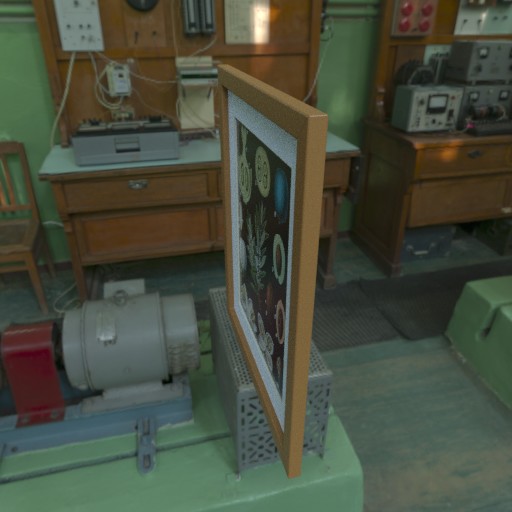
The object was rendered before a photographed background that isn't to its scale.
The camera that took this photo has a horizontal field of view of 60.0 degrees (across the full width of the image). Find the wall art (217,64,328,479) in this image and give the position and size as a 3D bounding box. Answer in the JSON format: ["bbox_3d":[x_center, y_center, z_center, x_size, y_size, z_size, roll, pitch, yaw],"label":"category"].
[{"bbox_3d":[0.000,0.000,0.745,0.021,0.550,0.449,-8,30,-13],"label":"wall art"}]
